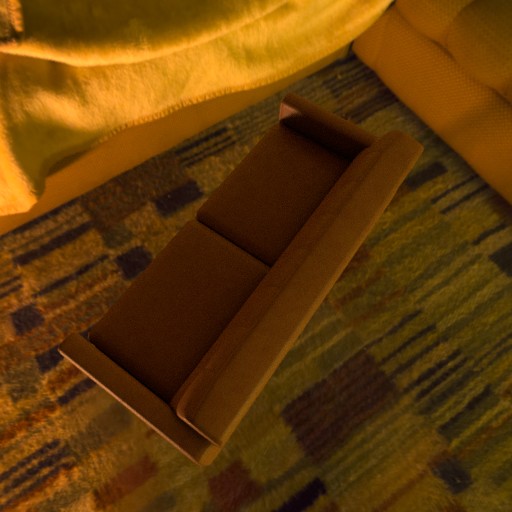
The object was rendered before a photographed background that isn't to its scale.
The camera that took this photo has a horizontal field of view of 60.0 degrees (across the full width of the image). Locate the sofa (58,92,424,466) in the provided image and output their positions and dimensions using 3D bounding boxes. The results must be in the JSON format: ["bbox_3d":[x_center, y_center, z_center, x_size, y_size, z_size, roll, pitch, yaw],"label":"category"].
[{"bbox_3d":[0.000,0.000,2.615,0.980,0.892,2.137,33,69,14],"label":"sofa"}]
